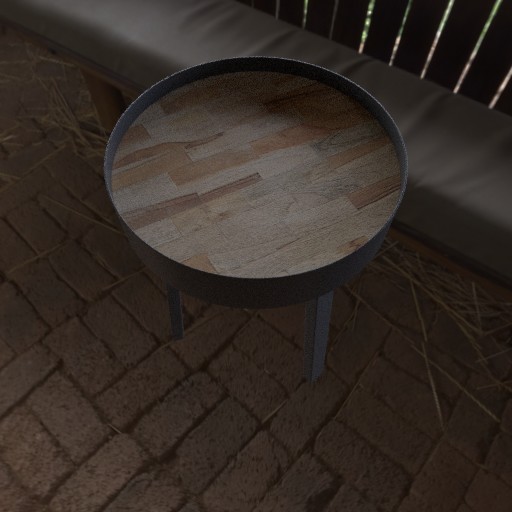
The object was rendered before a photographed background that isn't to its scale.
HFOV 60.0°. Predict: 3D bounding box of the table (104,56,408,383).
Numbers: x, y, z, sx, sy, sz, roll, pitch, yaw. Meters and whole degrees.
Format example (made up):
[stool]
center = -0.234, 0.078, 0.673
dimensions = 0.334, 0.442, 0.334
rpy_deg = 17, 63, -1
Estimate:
[table]
center = 0.000, 0.000, 0.841
dimensions = 0.406, 0.559, 0.406
rpy_deg = 0, 58, 0
